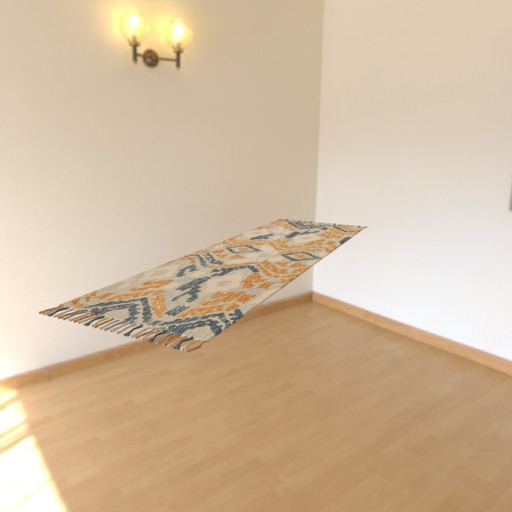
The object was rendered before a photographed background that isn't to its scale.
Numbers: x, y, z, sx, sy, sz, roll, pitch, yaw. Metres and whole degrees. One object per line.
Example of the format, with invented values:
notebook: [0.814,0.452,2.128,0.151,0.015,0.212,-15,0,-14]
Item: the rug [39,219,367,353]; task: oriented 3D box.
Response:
rug: [0.000,0.000,2.700,0.783,0.010,2.437,8,17,26]
